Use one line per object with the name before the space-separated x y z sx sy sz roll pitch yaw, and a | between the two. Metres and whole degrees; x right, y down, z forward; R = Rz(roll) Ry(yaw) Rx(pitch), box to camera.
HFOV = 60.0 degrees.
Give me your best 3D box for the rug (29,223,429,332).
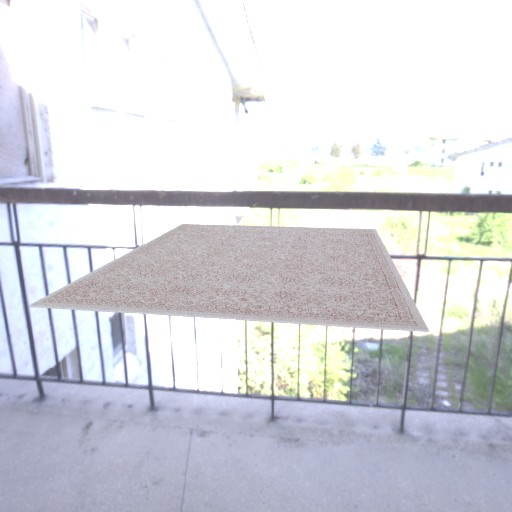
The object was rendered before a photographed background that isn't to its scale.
rug | 0.000 0.000 4.092 2.441 0.015 3.050 2 14 9
